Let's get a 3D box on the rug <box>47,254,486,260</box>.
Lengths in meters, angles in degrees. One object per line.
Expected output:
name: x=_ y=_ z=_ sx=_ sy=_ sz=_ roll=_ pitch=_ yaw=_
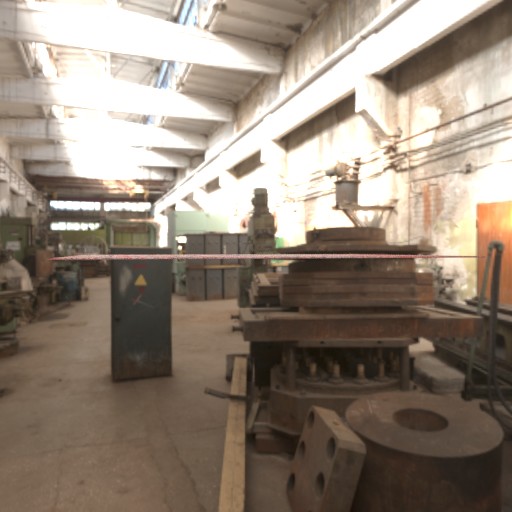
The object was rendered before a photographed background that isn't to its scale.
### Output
rug: x=0.000 y=0.000 z=2.321 sx=1.829 sy=0.006 sz=1.219 roll=0 pitch=1 yaw=-17
